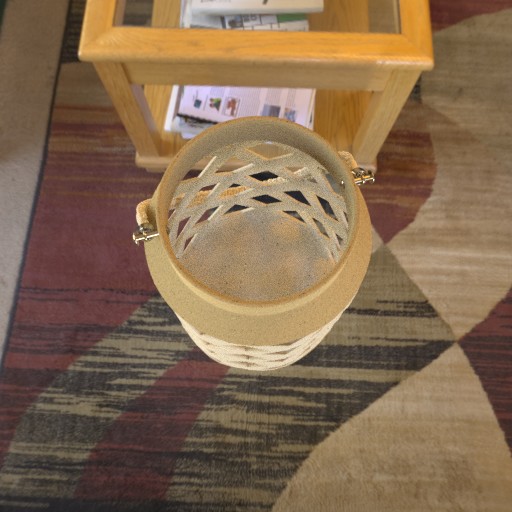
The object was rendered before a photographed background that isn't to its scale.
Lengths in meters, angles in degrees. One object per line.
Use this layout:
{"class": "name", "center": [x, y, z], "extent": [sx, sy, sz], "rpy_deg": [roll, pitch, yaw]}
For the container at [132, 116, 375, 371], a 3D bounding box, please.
{"class": "container", "center": [0.000, 0.000, 0.344], "extent": [0.163, 0.229, 0.172], "rpy_deg": [-15, 75, -4]}
